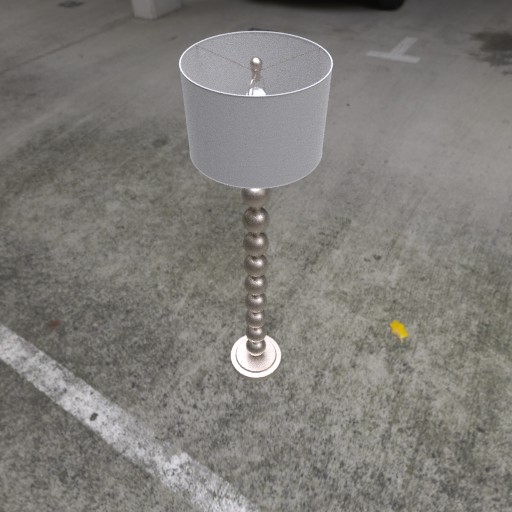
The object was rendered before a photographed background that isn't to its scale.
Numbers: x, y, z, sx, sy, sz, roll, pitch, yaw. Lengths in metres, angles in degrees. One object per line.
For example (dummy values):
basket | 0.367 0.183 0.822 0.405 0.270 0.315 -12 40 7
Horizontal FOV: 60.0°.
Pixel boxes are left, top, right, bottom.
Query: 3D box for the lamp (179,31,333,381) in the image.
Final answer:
lamp | 0.000 0.000 1.666 0.394 1.474 0.394 25 51 22
